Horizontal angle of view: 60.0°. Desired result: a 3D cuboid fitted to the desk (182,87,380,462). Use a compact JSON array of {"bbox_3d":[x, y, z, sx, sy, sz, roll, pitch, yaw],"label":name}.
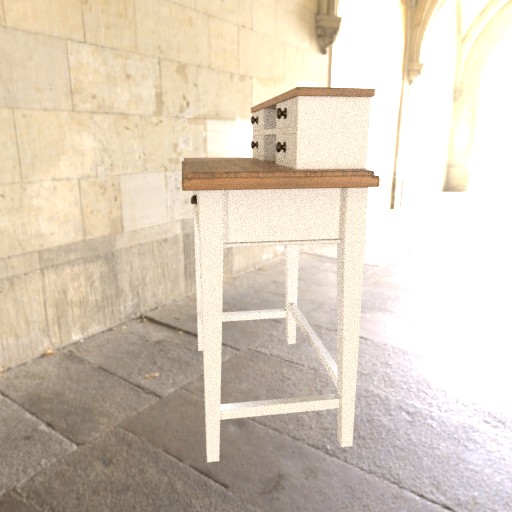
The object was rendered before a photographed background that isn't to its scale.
[{"bbox_3d":[0.000,0.000,1.470,0.462,0.981,0.814,-2,15,-9],"label":"desk"}]
